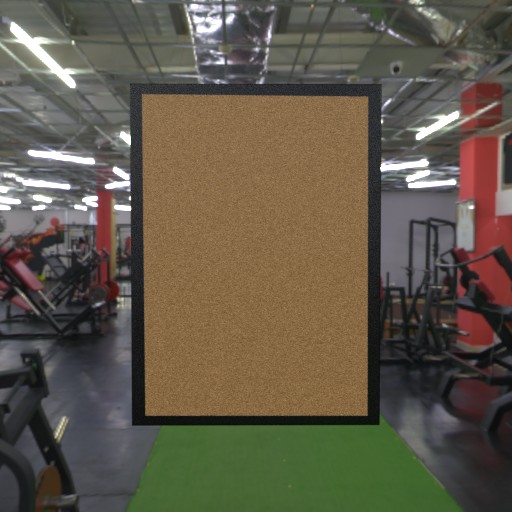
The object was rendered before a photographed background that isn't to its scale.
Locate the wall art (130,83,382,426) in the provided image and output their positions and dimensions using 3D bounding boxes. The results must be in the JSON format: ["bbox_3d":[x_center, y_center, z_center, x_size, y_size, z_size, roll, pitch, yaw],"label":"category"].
[{"bbox_3d":[0.000,0.000,1.261,0.707,0.967,0.013,0,1,0],"label":"wall art"}]
